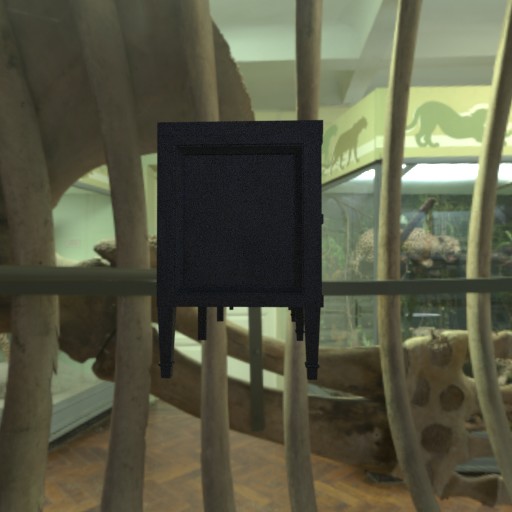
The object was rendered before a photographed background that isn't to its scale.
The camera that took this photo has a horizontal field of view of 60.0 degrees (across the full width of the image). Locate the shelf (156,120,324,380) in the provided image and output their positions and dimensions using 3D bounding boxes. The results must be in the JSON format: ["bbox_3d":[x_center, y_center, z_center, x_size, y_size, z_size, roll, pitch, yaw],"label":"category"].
[{"bbox_3d":[0.000,0.000,2.161,0.471,0.715,1.878,0,-1,3],"label":"shelf"}]
